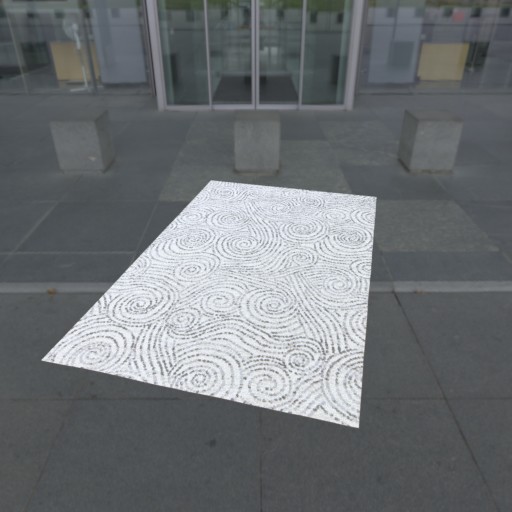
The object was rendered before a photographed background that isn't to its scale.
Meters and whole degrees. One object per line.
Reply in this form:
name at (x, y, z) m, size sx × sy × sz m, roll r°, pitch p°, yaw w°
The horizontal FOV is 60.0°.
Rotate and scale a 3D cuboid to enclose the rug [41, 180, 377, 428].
rug at (0.000, 0.000, 2.999) m, size 1.524 × 0.005 × 2.439 m, roll 8°, pitch 32°, yaw 13°
